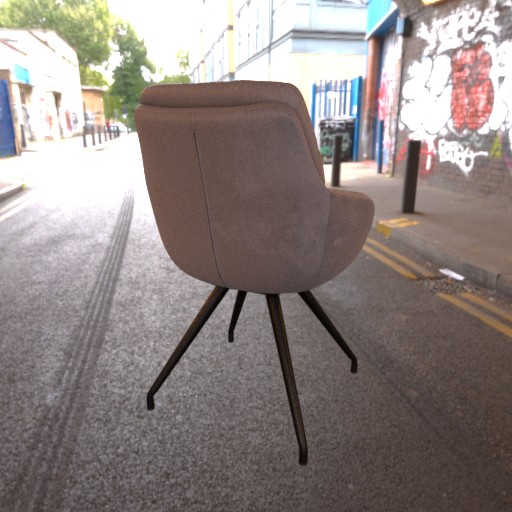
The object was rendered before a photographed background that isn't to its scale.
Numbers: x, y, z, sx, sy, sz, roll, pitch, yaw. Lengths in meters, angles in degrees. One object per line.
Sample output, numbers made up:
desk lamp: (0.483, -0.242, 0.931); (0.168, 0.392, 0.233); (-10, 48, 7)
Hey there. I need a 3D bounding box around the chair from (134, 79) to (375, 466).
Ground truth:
chair: (0.000, 0.000, 1.253); (0.579, 0.888, 0.569); (8, 19, 26)
